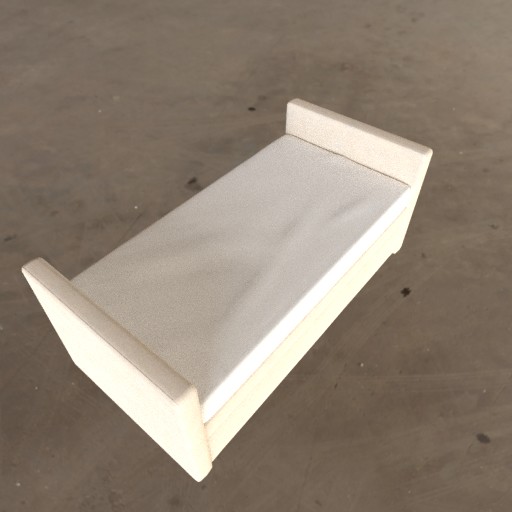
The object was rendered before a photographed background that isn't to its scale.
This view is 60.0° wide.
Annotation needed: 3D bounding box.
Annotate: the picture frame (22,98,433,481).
[{"bbox_3d":[0.000,0.000,2.708,1.069,0.891,2.161,31,54,26],"label":"picture frame"}]
